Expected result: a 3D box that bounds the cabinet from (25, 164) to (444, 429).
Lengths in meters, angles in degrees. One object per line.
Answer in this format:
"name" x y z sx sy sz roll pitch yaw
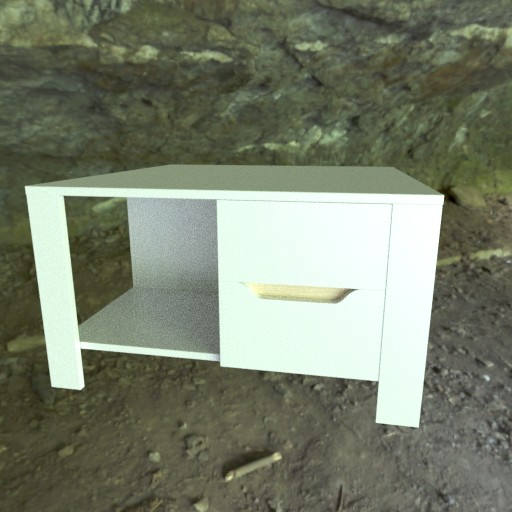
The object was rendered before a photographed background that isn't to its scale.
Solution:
"cabinet" 0.000 0.000 1.261 0.800 0.460 0.800 3 15 10
